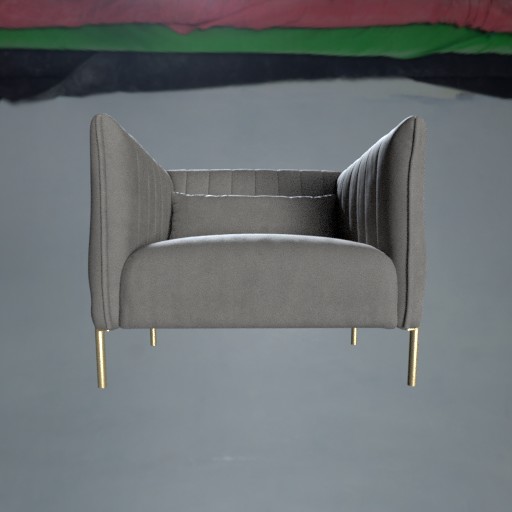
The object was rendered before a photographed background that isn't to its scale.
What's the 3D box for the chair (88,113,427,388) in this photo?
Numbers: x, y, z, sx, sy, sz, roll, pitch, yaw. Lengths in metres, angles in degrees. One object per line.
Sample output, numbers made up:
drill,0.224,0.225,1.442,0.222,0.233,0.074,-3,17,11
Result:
chair,0.000,0.000,1.620,0.981,0.779,0.873,0,-1,-1
